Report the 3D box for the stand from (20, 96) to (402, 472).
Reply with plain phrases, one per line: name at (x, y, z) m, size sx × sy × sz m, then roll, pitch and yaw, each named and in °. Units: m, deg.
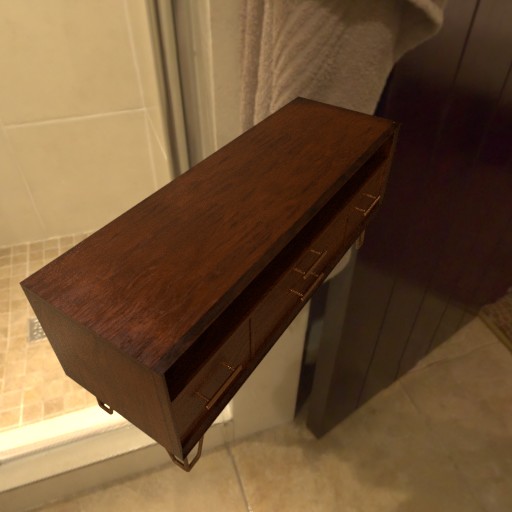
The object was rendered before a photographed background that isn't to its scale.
stand at (0.000, 0.000, 1.614) m, size 0.481 × 0.610 × 1.372 m, roll 24°, pitch 47°, yaw 24°
